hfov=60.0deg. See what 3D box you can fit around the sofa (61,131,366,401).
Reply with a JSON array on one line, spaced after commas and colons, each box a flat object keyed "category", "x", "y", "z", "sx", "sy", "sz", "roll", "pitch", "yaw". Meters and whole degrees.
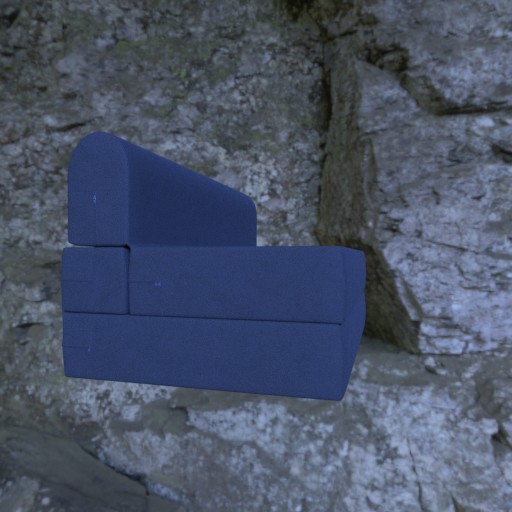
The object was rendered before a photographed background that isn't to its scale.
[{"category": "sofa", "x": 0.000, "y": 0.000, "z": 1.672, "sx": 0.762, "sy": 0.660, "sz": 1.219, "roll": 0, "pitch": 0, "yaw": 16}]
